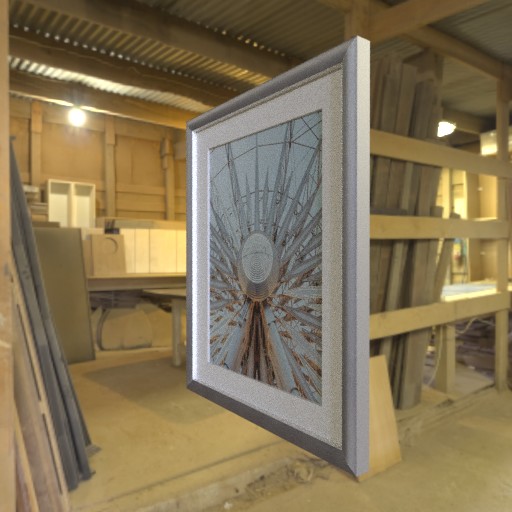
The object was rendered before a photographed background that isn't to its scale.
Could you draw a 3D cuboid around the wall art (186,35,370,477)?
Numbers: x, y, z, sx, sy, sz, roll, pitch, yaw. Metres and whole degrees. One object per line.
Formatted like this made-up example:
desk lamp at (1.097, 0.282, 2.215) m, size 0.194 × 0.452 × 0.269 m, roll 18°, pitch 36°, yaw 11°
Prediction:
wall art at (0.000, 0.000, 0.750) m, size 0.029 × 0.558 × 0.458 m, roll 0°, pitch 0°, yaw -37°
